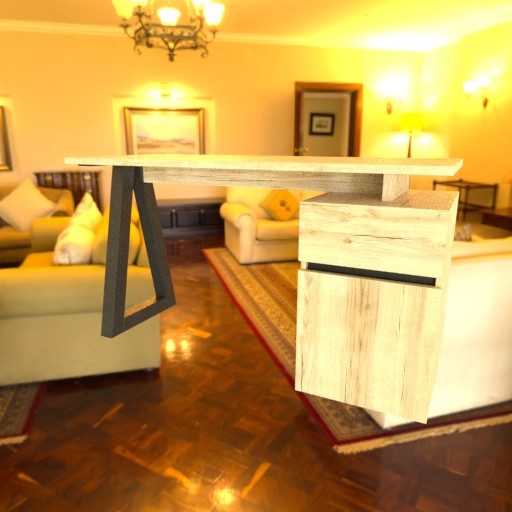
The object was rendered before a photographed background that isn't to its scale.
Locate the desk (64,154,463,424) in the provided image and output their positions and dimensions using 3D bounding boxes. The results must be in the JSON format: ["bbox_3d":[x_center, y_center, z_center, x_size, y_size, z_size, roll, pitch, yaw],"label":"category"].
[{"bbox_3d":[0.000,0.000,1.763,1.400,0.760,0.550,7,16,26],"label":"desk"}]
